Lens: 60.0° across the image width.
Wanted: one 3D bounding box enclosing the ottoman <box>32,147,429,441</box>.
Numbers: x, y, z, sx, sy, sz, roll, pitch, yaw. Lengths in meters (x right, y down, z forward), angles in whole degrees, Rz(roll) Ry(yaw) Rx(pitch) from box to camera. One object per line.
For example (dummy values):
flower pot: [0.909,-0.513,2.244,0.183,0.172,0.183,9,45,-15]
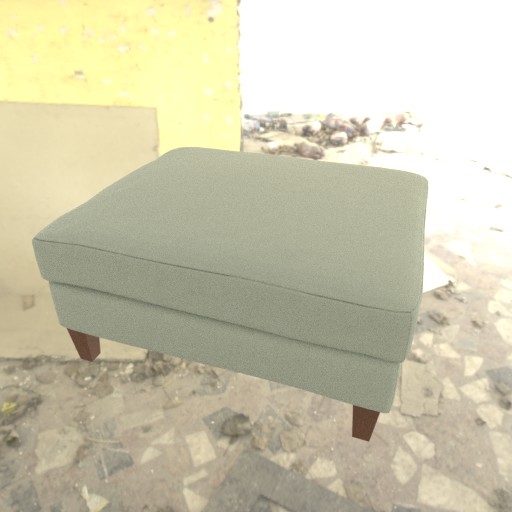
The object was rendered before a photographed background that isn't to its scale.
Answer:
ottoman: [0.000,0.000,1.448,0.991,0.494,0.842,10,33,17]
